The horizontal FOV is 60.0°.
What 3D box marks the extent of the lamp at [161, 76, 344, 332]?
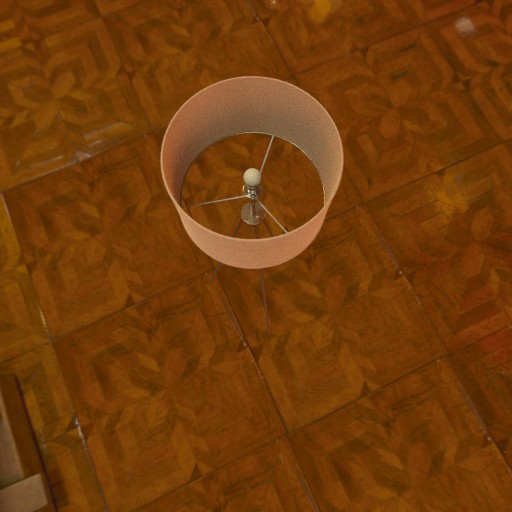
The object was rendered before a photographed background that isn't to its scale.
[{"bbox_3d":[0.000,0.000,1.725,0.449,1.545,0.460,-22,76,-6],"label":"lamp"}]
